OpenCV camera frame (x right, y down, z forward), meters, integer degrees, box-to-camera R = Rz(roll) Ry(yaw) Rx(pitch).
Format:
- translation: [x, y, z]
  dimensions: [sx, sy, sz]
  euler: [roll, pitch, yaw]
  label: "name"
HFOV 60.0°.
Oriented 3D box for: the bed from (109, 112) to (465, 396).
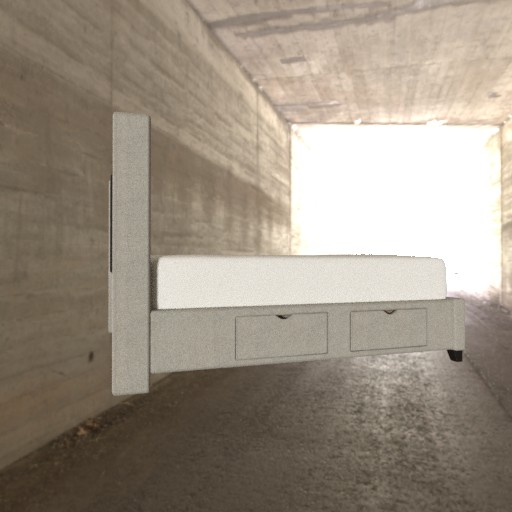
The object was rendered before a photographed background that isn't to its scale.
- translation: [0.000, 0.000, 3.641]
  dimensions: [2.280, 1.470, 2.140]
  euler: [0, -1, -19]
  label: "bed"
